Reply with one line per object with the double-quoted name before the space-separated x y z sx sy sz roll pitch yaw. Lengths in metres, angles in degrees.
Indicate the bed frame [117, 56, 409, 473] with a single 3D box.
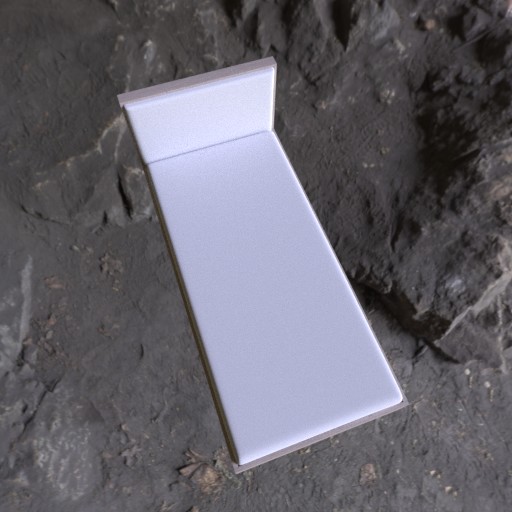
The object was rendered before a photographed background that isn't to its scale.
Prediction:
"bed frame" 0.000 0.000 2.669 0.990 0.920 2.140 -18 65 -9
